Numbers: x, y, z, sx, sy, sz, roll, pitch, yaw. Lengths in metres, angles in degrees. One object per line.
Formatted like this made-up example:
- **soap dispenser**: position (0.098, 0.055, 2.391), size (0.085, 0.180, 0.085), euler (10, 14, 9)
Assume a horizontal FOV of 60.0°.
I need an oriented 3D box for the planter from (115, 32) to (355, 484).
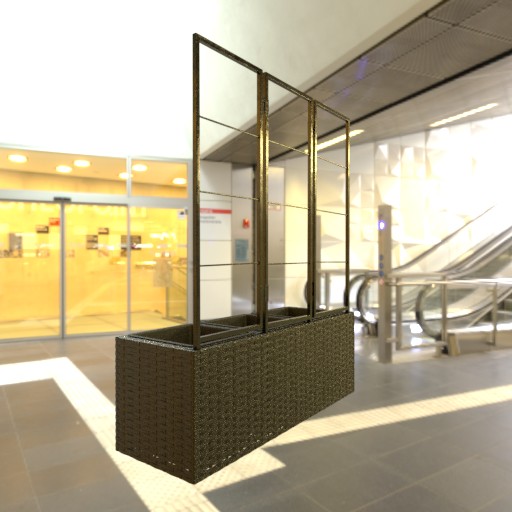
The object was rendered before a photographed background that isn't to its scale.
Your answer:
- **planter**: position (0.000, 0.000, 1.162), size (0.244, 0.841, 0.698), euler (0, 0, 37)
